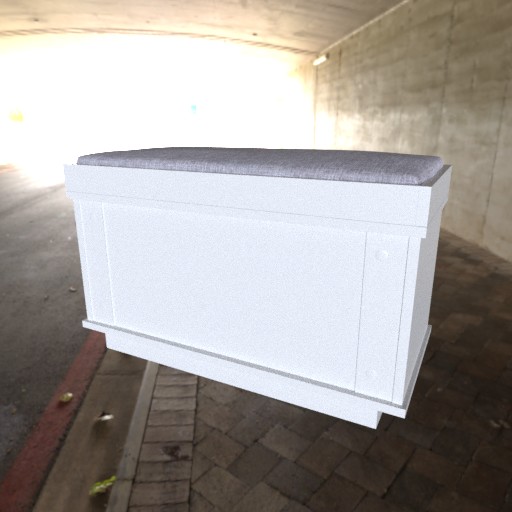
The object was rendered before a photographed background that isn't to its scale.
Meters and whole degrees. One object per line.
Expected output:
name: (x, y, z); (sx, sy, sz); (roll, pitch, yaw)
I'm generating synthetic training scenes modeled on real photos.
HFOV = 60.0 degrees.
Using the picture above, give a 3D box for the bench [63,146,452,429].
bench: (0.000, 0.000, 0.989); (0.734, 0.461, 0.362); (9, 19, 26)
